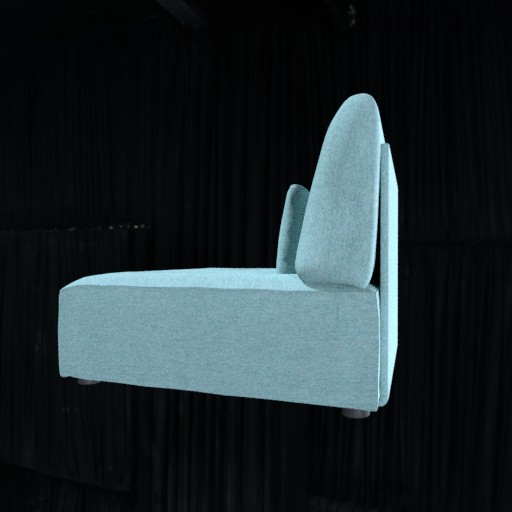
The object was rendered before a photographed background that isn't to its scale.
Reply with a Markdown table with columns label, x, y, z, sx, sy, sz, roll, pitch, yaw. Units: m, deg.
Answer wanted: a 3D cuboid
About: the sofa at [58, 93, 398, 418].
| label | x | y | z | sx | sy | sz | roll | pitch | yaw |
| --- | --- | --- | --- | --- | --- | --- | --- | --- | --- |
| sofa | 0.000 | 0.000 | 1.673 | 1.000 | 0.820 | 0.930 | 0 | 0 | 19 |
